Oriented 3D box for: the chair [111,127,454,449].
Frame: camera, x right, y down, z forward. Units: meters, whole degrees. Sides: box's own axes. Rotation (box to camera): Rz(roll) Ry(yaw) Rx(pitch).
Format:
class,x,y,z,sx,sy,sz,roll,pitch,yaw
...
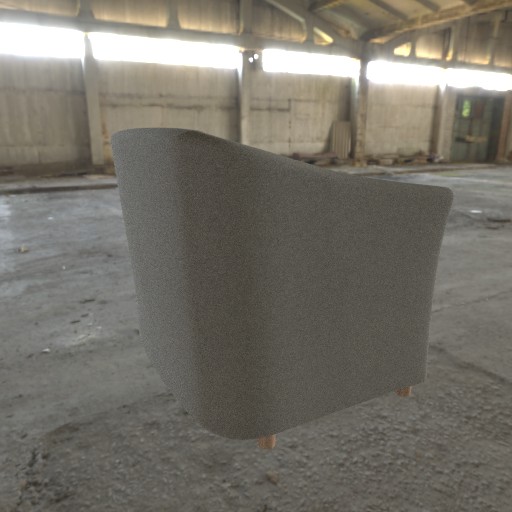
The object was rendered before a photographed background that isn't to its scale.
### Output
class,x,y,z,sx,sy,sz,roll,pitch,yaw
chair,0.000,0.000,1.309,0.700,0.720,0.790,-8,17,-28
